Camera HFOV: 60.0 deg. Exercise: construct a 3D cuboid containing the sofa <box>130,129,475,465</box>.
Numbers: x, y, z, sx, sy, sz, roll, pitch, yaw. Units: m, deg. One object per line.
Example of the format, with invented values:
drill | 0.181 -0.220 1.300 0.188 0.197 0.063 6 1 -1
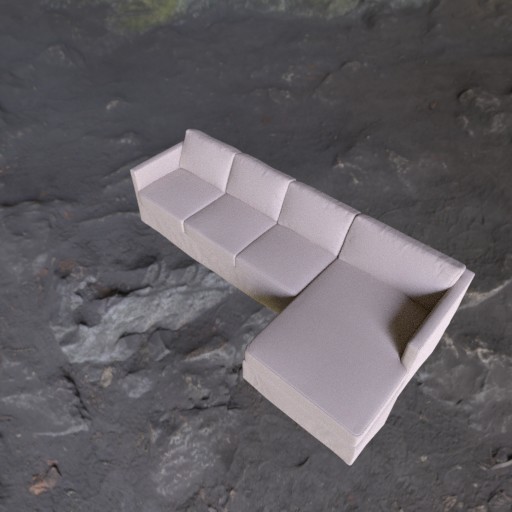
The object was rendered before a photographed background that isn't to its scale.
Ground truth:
sofa | 0.000 0.000 3.932 3.206 0.871 1.622 32 54 28
